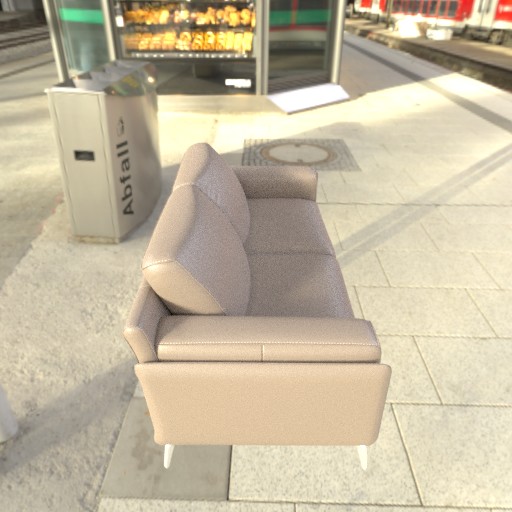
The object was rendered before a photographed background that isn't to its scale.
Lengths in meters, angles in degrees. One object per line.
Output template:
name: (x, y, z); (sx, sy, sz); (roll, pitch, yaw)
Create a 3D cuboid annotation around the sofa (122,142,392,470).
sofa: (0.000, 0.000, 2.535); (1.049, 0.930, 2.101); (0, 30, -1)
